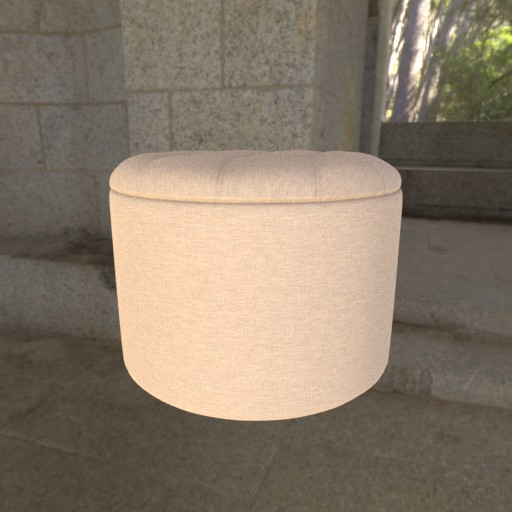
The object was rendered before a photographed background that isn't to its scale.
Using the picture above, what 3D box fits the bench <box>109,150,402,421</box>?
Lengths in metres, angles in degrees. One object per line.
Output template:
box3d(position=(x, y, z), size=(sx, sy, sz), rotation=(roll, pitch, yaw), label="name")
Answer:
box3d(position=(0.000, 0.000, 0.986), size=(0.600, 0.454, 0.600), rotation=(0, 15, 0), label="bench")
